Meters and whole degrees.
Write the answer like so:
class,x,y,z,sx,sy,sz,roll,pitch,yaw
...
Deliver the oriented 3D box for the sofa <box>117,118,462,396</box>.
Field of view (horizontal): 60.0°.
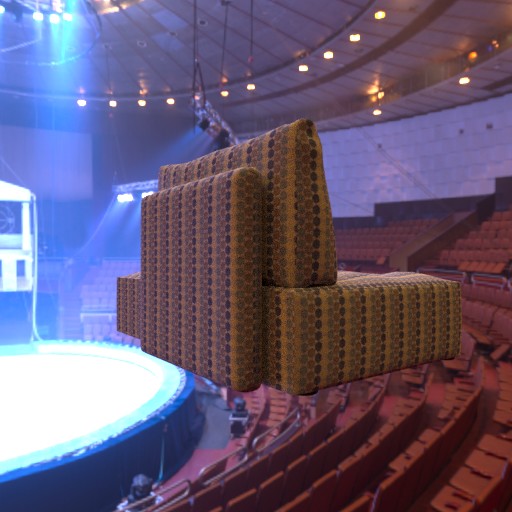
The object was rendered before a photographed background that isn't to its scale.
class,x,y,z,sx,sy,sz,roll,pitch,yaw
sofa,0.000,0.000,2.036,1.000,0.820,1.450,0,-1,-37
